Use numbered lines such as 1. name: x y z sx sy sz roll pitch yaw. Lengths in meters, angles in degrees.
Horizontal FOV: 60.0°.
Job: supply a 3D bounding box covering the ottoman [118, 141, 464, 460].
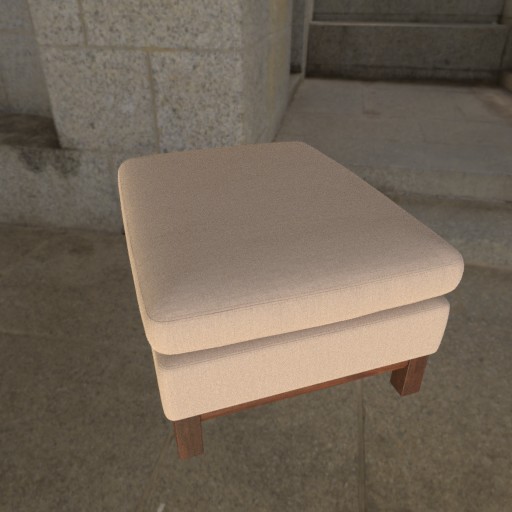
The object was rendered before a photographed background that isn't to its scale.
1. ottoman: 0.000 0.000 1.117 0.606 0.420 0.771 -10 32 -16
